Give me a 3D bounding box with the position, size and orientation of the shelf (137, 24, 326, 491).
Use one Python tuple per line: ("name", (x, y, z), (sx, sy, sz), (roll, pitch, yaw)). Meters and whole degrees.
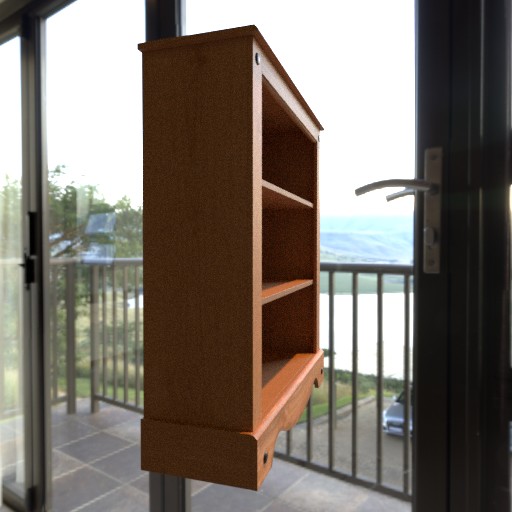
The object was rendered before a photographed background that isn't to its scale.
("shelf", (0.000, 0.000, 1.369), (0.291, 0.980, 0.840), (0, 1, 18))
